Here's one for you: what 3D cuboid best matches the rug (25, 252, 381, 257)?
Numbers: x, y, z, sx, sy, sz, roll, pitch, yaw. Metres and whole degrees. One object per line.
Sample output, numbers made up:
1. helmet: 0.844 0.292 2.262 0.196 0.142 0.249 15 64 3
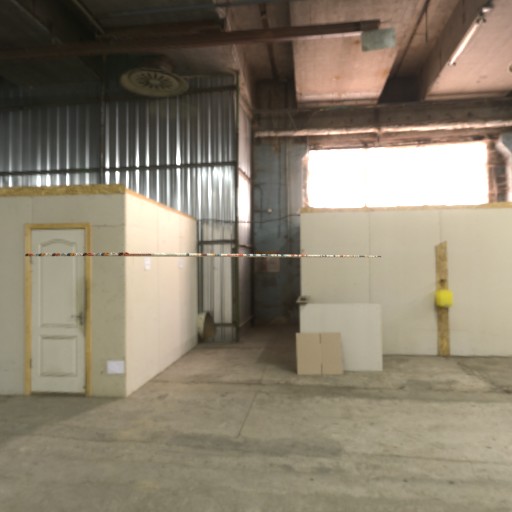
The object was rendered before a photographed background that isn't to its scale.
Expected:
1. rug: 0.000 0.000 2.938 0.763 0.015 2.682 0 0 36
